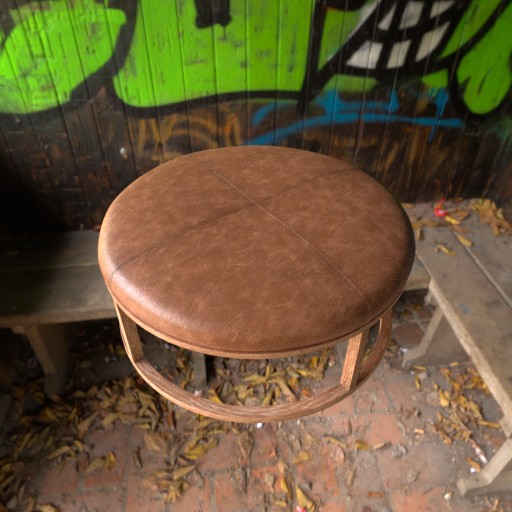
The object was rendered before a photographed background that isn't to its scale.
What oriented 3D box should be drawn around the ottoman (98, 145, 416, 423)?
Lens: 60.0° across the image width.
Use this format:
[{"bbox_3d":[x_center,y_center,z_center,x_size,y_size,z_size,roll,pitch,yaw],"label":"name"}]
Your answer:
[{"bbox_3d":[0.000,0.000,1.536,1.006,0.445,1.006,0,40,0],"label":"ottoman"}]
